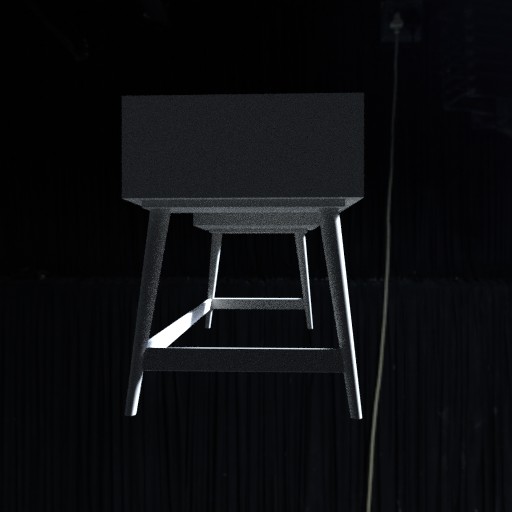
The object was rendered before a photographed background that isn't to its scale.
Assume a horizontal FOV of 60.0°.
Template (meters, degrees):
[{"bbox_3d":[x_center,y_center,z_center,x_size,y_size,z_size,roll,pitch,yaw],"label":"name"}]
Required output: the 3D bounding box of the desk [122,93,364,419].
[{"bbox_3d":[0.000,0.000,1.698,0.589,0.762,1.313,0,0,2],"label":"desk"}]
